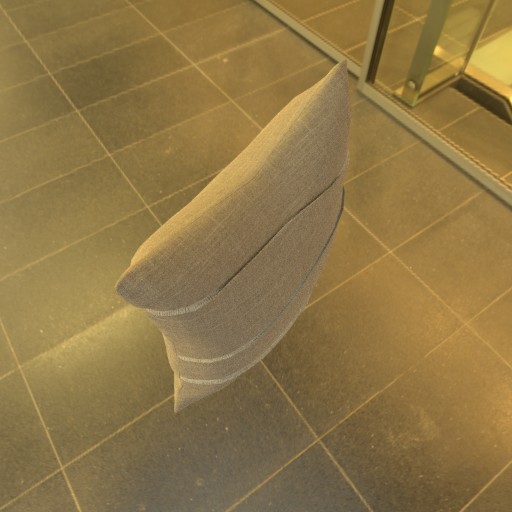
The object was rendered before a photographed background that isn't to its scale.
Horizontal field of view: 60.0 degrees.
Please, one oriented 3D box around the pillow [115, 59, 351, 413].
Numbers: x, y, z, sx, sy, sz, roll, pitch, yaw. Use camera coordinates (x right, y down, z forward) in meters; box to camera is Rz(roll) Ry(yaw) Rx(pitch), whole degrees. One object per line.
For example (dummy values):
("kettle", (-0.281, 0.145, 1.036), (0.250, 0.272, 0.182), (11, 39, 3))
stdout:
("pillow", (0.000, 0.000, 0.634), (0.169, 0.400, 0.424), (31, 62, 19))
